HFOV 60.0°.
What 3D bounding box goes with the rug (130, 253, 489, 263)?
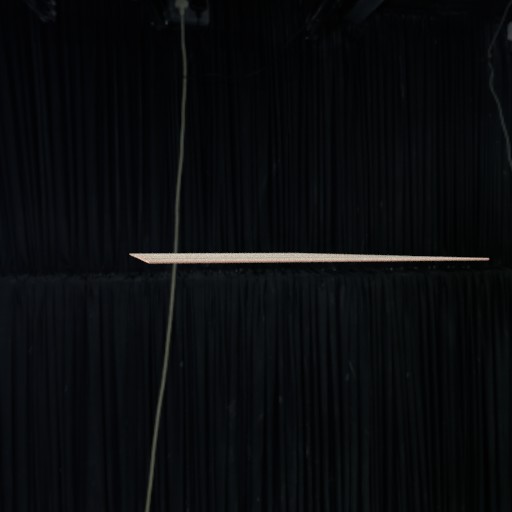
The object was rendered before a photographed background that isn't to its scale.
[{"bbox_3d":[0.000,0.000,2.315,1.219,0.008,1.829,0,1,-18],"label":"rug"}]
